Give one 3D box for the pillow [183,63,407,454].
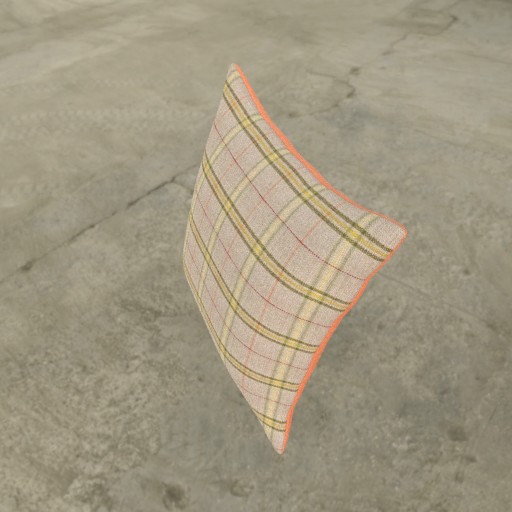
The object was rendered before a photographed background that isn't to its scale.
[{"bbox_3d":[0.000,0.000,0.703,0.200,0.430,0.453,-17,47,-17],"label":"pillow"}]
